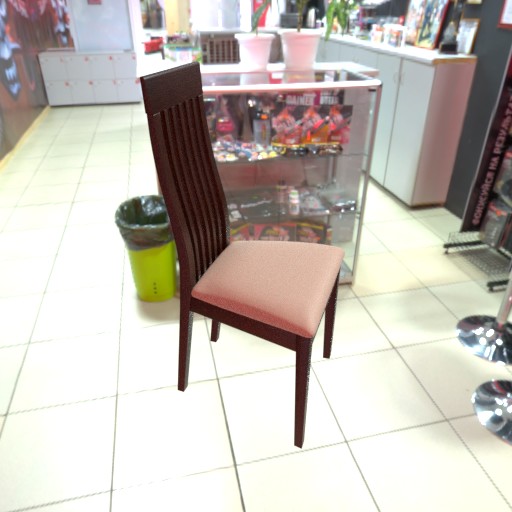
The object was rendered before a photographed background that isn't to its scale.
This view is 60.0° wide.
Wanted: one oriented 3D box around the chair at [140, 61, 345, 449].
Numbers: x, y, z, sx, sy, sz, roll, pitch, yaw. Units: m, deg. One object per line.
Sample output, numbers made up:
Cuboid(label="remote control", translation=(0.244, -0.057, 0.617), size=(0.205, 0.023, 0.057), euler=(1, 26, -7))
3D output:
Cuboid(label="chair", translation=(0.000, 0.000, 1.331), size=(0.474, 1.027, 0.460), euler=(10, 32, 17))
